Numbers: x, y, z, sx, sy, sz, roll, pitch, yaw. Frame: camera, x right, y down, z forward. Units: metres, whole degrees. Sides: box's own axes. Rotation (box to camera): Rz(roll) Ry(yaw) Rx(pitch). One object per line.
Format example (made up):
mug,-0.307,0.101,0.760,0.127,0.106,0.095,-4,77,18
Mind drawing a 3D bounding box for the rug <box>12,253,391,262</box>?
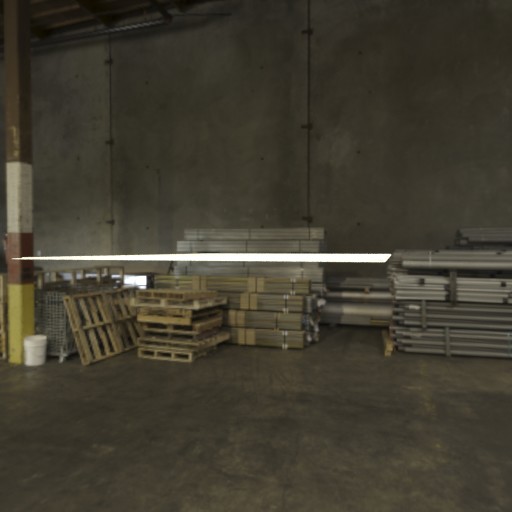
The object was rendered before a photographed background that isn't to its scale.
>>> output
rug,0.000,0.000,1.987,1.146,0.006,1.556,0,1,18
